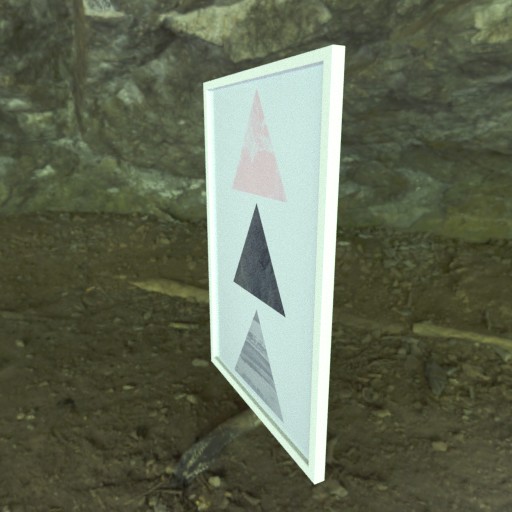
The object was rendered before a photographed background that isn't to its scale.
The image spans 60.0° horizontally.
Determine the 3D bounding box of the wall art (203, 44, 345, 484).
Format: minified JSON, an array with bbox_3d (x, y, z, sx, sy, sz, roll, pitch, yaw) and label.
[{"bbox_3d":[0.000,0.000,0.552,0.013,0.433,0.303,-8,17,-26],"label":"wall art"}]
